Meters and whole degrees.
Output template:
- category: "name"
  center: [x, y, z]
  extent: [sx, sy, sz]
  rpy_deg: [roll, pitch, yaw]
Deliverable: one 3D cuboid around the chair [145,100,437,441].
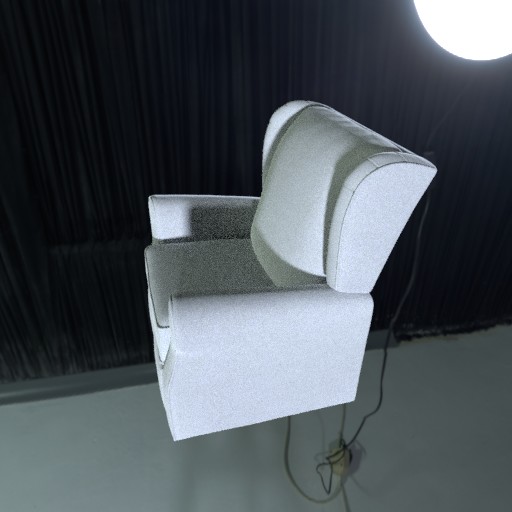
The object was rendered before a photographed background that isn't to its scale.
- category: "chair"
  center: [0.000, 0.000, 1.687]
  extent: [0.854, 0.967, 0.906]
  rpy_deg: [-8, 32, -13]
